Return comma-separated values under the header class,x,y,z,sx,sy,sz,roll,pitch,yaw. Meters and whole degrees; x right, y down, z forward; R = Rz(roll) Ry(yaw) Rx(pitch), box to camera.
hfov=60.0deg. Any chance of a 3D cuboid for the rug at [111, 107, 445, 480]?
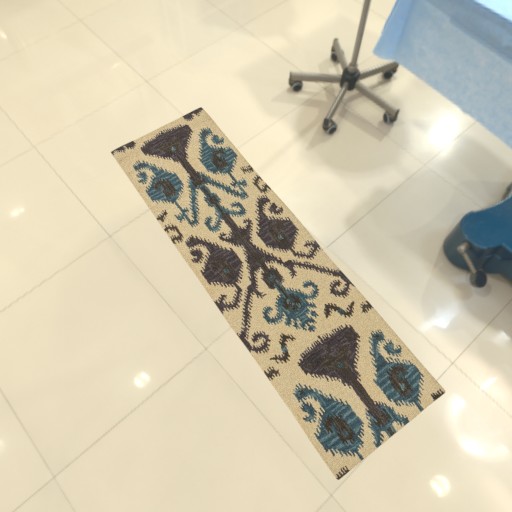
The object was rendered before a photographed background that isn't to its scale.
class,x,y,z,sx,sy,sz,roll,pitch,yaw
rug,0.000,0.000,2.520,0.692,0.017,2.301,-32,68,-15
